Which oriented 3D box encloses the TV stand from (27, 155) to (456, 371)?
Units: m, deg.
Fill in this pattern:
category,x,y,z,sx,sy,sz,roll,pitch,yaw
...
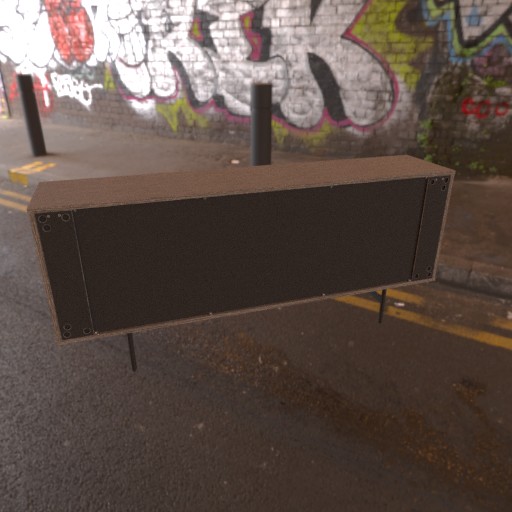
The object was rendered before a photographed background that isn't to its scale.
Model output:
category,x,y,z,sx,sy,sz,roll,pitch,yaw
TV stand,0.000,0.000,2.128,1.804,0.787,0.405,-8,26,-16
